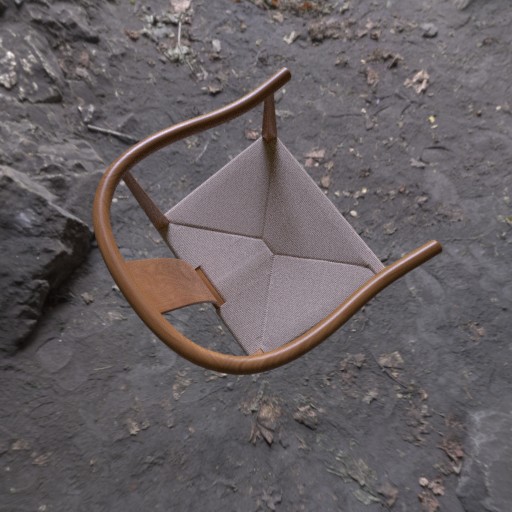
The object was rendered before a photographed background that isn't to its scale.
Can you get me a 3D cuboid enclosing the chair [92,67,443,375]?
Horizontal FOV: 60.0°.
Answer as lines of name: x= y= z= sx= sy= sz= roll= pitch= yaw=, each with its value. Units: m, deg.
chair: x=0.000 y=0.000 z=1.198 sx=0.579 sy=0.800 sz=0.556 roll=-35 pitch=78 yaw=-8
